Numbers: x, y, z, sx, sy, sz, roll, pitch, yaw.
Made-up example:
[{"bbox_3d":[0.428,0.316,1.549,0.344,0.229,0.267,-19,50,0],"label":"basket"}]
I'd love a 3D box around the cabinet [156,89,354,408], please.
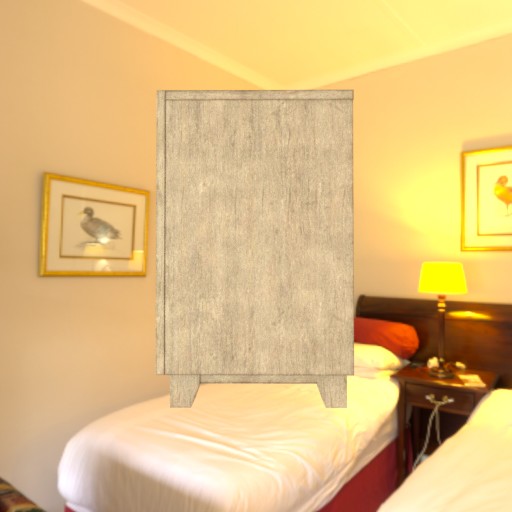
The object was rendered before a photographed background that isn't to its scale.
[{"bbox_3d":[0.000,0.000,1.855,0.511,0.825,1.460,0,-1,1],"label":"cabinet"}]
